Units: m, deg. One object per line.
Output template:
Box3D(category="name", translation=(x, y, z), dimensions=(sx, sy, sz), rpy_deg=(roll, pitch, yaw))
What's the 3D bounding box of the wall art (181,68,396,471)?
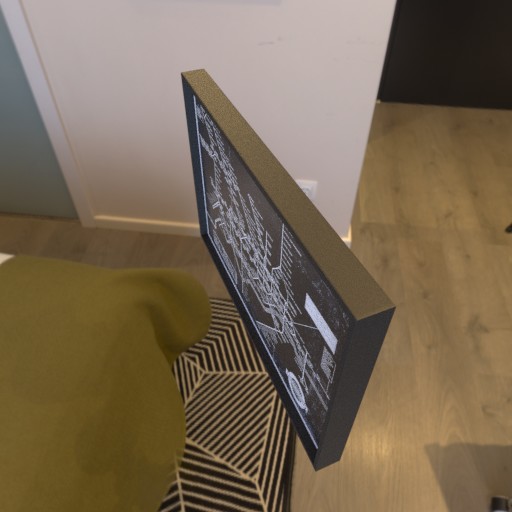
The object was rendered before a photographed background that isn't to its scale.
Box3D(category="wall art", translation=(0.000, 0.000, 0.855), dimensions=(0.051, 0.456, 0.671), rpy_deg=(-17, 48, -16))
